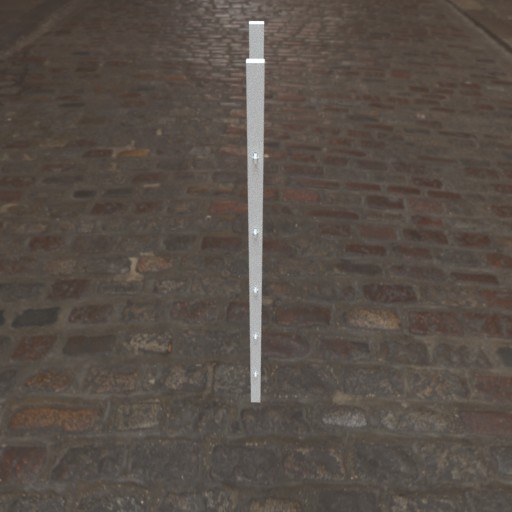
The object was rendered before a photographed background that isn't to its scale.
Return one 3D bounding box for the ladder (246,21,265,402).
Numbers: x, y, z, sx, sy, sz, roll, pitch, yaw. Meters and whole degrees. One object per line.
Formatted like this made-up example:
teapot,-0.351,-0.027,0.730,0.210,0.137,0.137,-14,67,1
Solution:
ladder,0.000,0.000,1.967,0.051,1.797,0.452,0,42,0
